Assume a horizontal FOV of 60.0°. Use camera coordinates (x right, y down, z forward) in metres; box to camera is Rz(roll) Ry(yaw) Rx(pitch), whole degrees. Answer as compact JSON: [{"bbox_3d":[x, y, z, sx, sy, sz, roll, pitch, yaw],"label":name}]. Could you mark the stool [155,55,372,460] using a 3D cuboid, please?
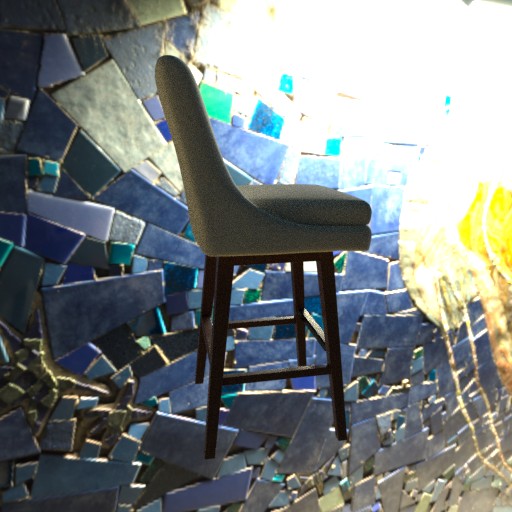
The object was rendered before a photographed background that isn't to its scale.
[{"bbox_3d":[0.000,0.000,1.389,0.559,1.093,0.483,-3,16,-11],"label":"stool"}]
